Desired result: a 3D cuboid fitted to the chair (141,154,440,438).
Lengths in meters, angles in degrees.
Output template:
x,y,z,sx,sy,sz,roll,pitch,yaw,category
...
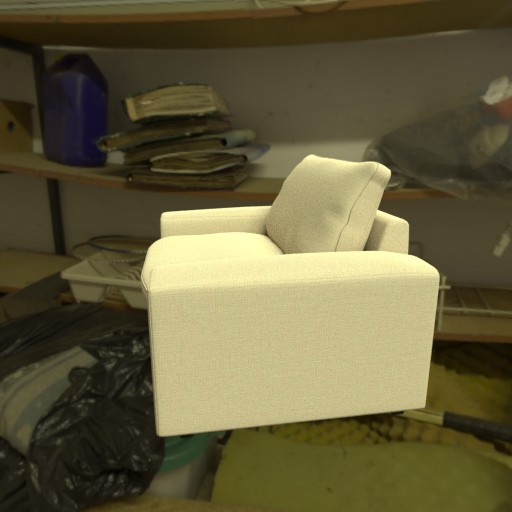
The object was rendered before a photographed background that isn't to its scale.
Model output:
x,y,z,sx,sy,sz,roll,pitch,yaw,category
0.000,0.000,2.107,1.039,0.915,1.398,-3,15,-9,chair
